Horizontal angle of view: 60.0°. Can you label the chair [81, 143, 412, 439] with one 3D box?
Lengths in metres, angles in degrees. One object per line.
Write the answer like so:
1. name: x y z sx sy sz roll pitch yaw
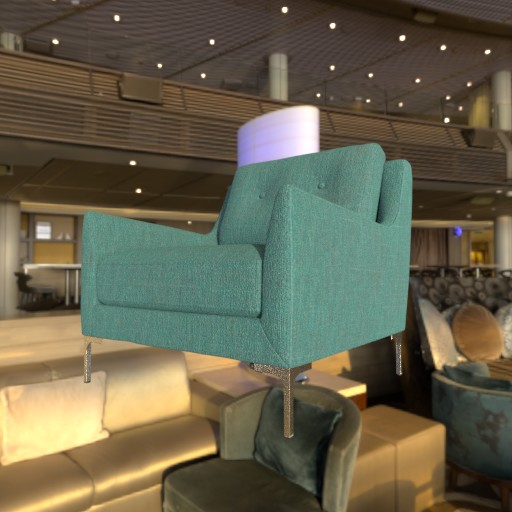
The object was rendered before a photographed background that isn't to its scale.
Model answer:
1. chair: 0.000 0.000 1.539 0.847 0.828 0.849 -1 -2 37
